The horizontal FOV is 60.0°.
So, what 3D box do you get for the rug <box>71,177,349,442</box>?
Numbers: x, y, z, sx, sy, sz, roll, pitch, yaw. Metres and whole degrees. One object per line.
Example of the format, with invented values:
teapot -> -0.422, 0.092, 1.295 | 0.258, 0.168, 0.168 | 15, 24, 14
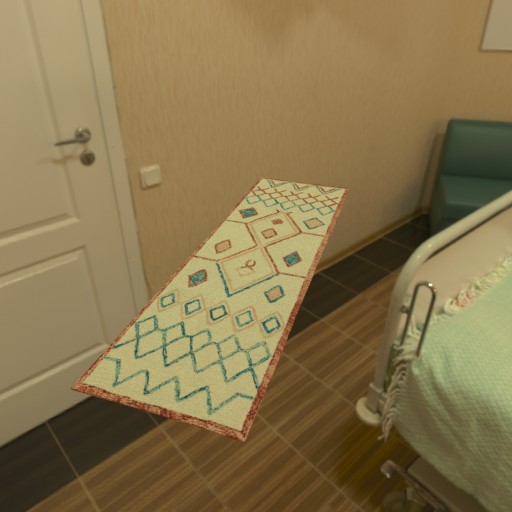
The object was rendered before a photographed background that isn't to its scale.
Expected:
rug -> 0.000, 0.000, 2.669 | 0.750, 0.011, 2.435 | 10, 33, 16
